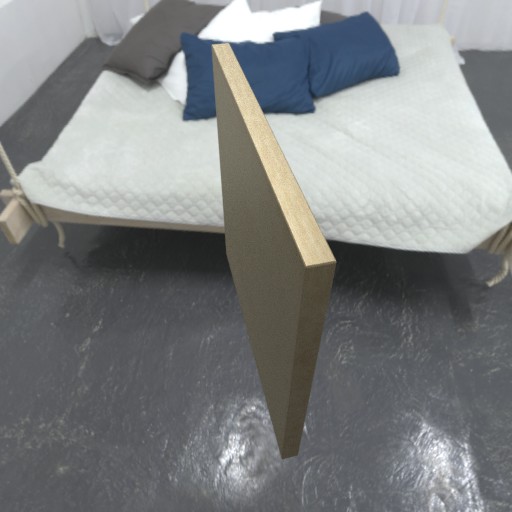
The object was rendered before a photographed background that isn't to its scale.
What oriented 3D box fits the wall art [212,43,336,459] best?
[{"bbox_3d":[0.000,0.000,0.753,0.030,0.506,0.503,-10,48,-9],"label":"wall art"}]
